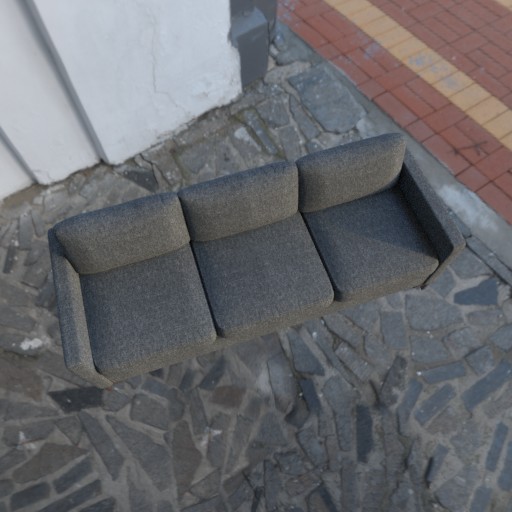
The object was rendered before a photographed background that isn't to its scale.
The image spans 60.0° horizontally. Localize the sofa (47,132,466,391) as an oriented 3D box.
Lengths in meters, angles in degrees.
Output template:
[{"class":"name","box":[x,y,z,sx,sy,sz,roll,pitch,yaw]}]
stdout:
[{"class":"sofa","box":[0.000,0.000,2.671,2.218,0.874,0.859,-16,64,-8]}]
